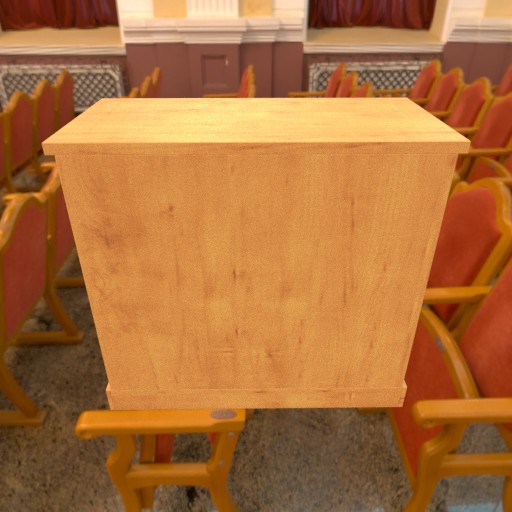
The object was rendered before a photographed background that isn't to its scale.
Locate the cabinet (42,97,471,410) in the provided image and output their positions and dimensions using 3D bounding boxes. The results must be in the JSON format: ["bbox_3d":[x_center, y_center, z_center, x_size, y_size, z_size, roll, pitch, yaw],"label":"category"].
[{"bbox_3d":[0.000,0.000,1.358,0.920,0.840,0.450,0,31,-1],"label":"cabinet"}]
